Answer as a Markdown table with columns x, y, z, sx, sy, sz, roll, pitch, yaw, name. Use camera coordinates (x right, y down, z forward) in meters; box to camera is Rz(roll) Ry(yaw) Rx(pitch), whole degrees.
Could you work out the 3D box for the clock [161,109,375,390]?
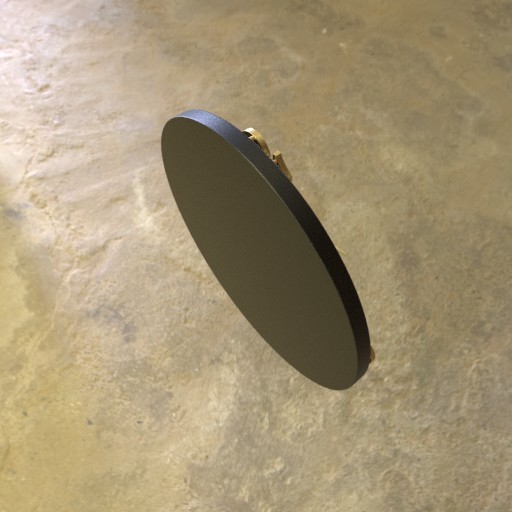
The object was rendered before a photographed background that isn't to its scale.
| x | y | z | sx | sy | sz | roll | pitch | yaw | name |
| --- | --- | --- | --- | --- | --- | --- | --- | --- | --- |
| 0.000 | 0.000 | 0.664 | 0.038 | 0.454 | 0.454 | -34 | 65 | -18 | clock |
